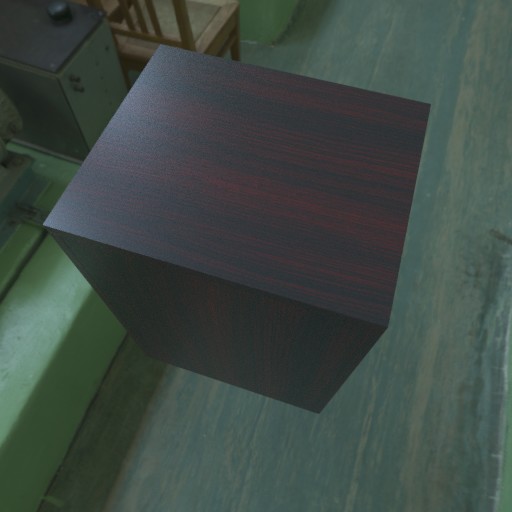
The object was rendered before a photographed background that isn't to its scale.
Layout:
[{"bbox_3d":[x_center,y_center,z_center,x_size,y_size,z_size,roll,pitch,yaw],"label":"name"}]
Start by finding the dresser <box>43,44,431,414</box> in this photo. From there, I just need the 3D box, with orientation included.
[{"bbox_3d":[0.000,0.000,0.808,0.400,0.560,0.360,16,63,8],"label":"dresser"}]
